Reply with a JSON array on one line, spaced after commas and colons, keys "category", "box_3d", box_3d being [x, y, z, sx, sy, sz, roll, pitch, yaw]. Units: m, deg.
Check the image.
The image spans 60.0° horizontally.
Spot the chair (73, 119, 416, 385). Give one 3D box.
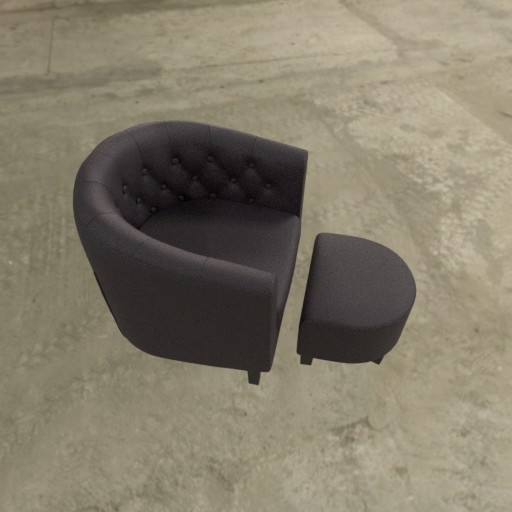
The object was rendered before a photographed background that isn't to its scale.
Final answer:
[{"category": "chair", "box_3d": [0.000, 0.000, 1.664, 1.191, 0.760, 0.763, 9, 47, 9]}]
